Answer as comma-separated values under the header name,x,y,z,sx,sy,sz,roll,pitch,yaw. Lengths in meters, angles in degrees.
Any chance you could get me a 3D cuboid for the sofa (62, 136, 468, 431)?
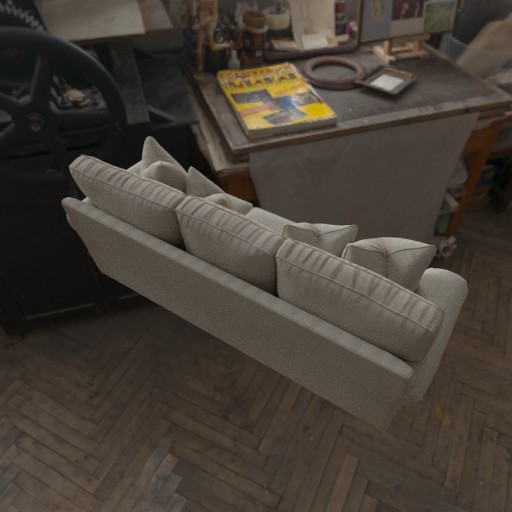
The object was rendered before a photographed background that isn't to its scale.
name,x,y,z,sx,sy,sz,roll,pitch,yaw
sofa,0.000,0.000,2.701,2.312,0.975,0.965,25,51,22
